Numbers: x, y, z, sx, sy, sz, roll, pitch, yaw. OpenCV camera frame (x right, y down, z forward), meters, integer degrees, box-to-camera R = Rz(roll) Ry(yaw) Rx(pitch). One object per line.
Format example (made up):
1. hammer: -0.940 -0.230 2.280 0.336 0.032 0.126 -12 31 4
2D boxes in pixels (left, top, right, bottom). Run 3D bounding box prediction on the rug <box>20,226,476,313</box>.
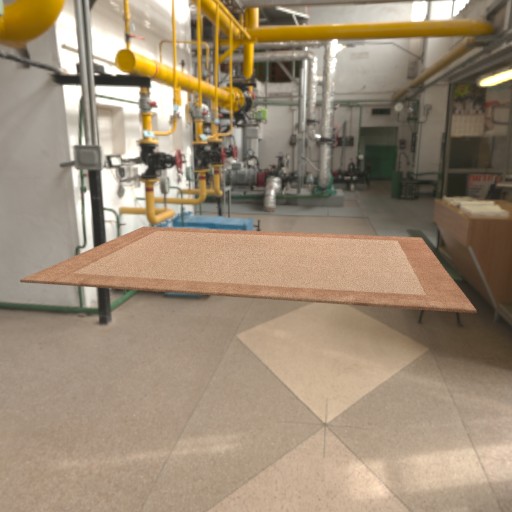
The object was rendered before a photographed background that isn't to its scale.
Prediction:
1. rug: 0.000 0.000 2.310 1.829 0.014 1.219 3 15 11
